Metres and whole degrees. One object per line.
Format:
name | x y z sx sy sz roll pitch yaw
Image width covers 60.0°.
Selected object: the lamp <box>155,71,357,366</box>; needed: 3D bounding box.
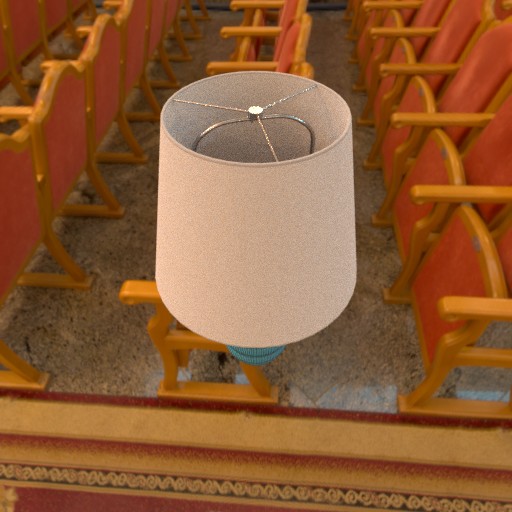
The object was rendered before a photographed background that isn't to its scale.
lamp | 0.000 0.000 0.559 0.254 0.392 0.254 0 46 0
